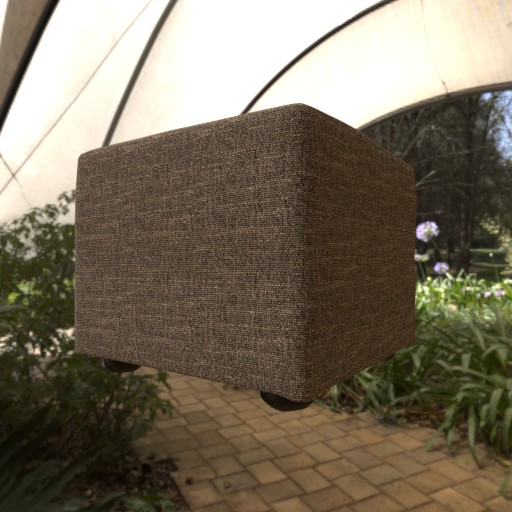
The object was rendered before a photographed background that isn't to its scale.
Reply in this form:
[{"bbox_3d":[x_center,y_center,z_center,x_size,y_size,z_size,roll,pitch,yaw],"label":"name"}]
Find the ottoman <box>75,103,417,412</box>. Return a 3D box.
[{"bbox_3d":[0.000,0.000,0.913,0.521,0.453,0.512,0,0,35],"label":"ottoman"}]
